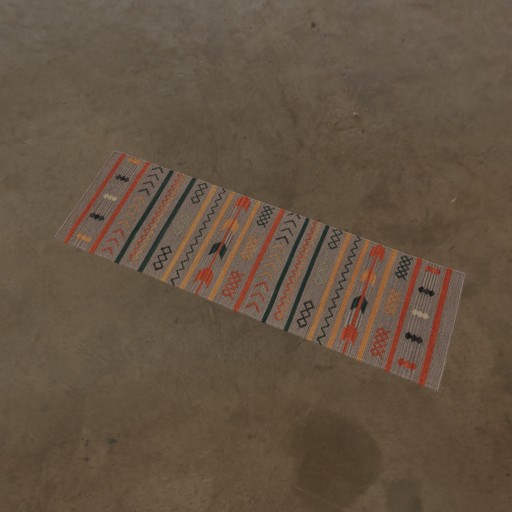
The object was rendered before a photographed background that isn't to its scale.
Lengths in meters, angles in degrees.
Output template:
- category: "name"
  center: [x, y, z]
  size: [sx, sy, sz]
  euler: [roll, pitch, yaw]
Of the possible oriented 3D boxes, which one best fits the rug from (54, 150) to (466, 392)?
- category: "rug"
  center: [0.000, 0.000, 2.701]
  size: [2.419, 0.022, 0.744]
  euler: [21, 66, 10]
